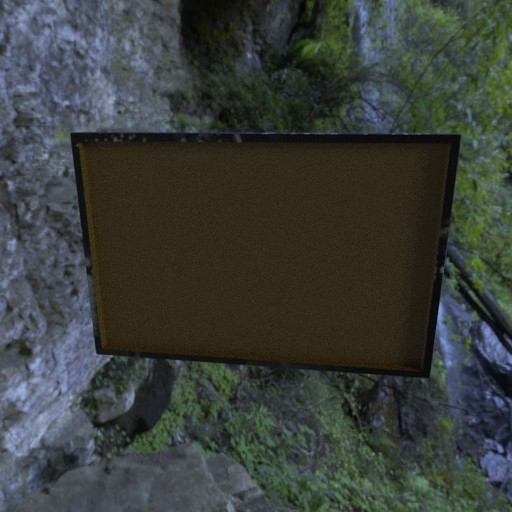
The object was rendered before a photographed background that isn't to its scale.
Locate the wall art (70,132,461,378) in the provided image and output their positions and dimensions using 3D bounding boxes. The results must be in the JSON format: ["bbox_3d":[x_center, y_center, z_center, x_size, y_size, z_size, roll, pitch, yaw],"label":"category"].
[{"bbox_3d":[0.000,0.000,0.760,0.609,0.406,0.037,2,17,7],"label":"wall art"}]
